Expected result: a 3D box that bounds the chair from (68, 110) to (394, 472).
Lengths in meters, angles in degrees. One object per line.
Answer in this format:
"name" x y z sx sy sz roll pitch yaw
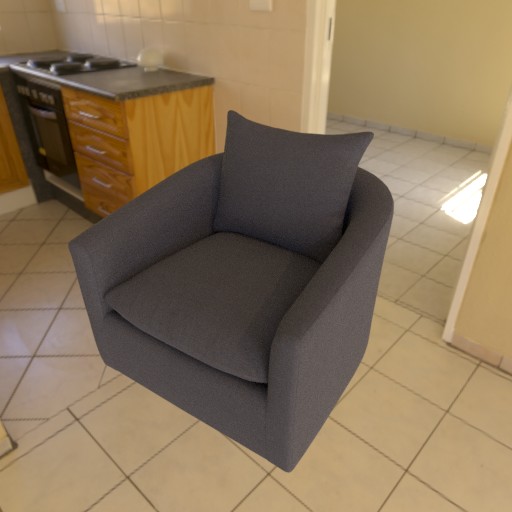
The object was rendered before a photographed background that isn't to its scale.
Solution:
"chair" 0.000 0.000 1.586 0.845 0.848 0.910 19 37 28
